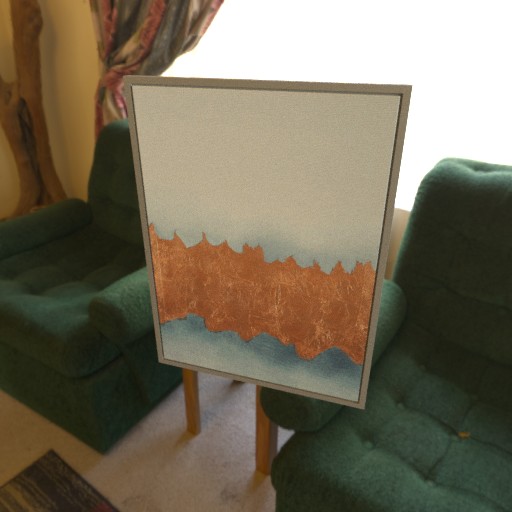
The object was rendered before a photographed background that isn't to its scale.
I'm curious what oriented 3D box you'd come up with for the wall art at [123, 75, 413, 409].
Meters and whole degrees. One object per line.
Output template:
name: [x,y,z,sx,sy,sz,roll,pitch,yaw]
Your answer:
wall art: [0.000,0.000,1.405,0.789,1.042,0.034,8,28,16]
